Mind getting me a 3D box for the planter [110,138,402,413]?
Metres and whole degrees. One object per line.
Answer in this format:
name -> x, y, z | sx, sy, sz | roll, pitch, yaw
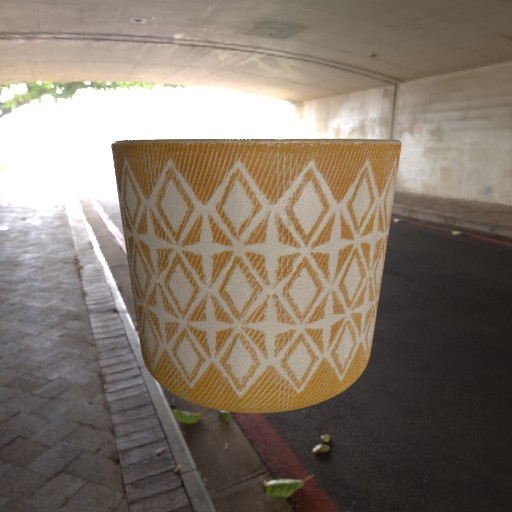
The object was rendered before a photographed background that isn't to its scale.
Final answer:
planter -> 0.000, 0.000, 0.327 | 0.193, 0.165, 0.193 | 0, 14, 0
